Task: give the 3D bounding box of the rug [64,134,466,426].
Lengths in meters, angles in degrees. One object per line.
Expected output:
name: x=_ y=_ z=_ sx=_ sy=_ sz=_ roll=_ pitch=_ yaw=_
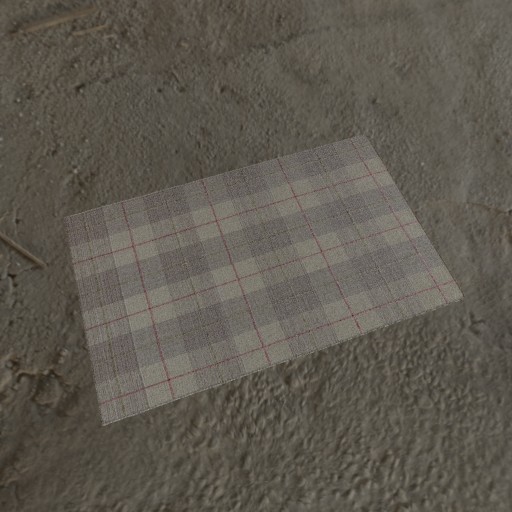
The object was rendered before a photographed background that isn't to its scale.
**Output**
rug: x=0.000 y=0.000 z=3.128 sx=2.464 sy=0.010 sz=1.549 roll=-18 pitch=64 yaw=-9
